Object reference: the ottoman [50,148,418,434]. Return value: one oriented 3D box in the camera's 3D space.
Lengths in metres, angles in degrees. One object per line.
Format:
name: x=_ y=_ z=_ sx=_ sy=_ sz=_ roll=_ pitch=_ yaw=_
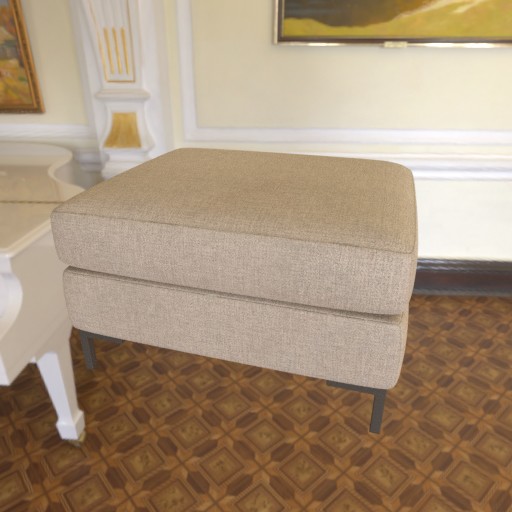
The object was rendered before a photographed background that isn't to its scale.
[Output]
ottoman: x=0.000 y=0.000 z=1.244 sx=0.820 sy=0.490 sz=0.671 roll=7 pitch=27 yaw=15
